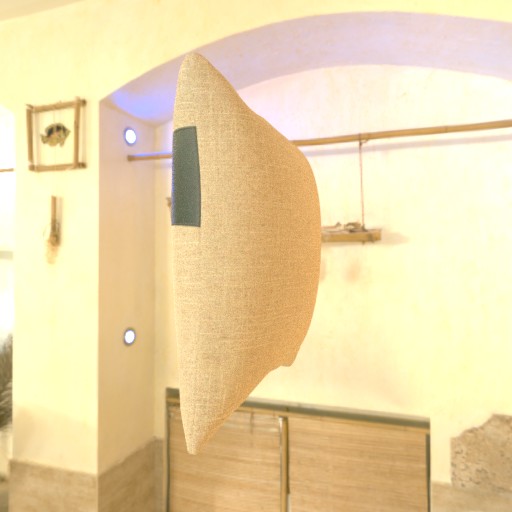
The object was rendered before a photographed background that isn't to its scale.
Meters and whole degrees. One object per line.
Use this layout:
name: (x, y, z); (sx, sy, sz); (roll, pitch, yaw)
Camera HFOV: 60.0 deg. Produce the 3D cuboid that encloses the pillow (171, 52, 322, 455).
pillow: (0.000, 0.000, 0.628); (0.173, 0.399, 0.414); (0, -1, 18)
